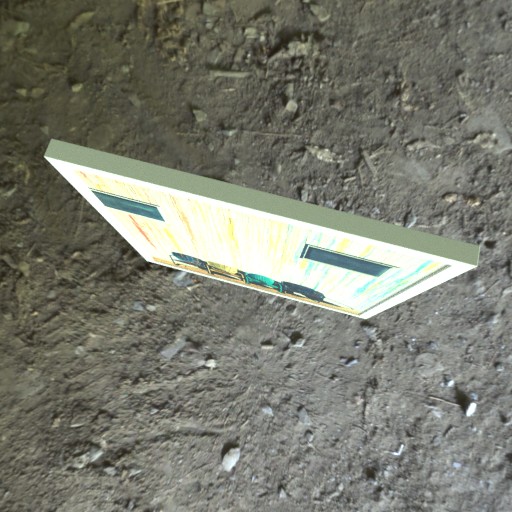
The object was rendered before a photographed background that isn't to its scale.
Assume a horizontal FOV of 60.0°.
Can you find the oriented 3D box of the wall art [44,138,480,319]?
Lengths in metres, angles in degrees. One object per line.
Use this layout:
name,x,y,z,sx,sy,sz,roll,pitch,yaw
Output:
wall art,0.000,0.000,1.123,0.760,0.760,0.036,15,76,4
